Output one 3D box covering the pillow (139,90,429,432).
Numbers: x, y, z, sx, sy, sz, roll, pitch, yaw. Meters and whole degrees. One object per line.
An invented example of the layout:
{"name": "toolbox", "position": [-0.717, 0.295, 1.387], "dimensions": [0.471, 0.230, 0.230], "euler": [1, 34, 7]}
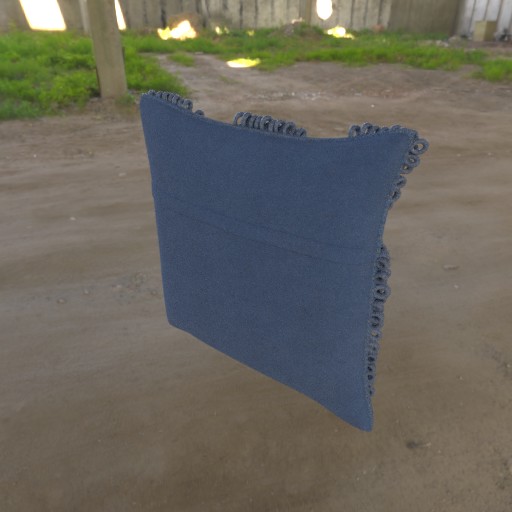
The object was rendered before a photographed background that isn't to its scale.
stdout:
{"name": "pillow", "position": [0.000, 0.000, 0.710], "dimensions": [0.469, 0.466, 0.172], "euler": [20, 35, 32]}
